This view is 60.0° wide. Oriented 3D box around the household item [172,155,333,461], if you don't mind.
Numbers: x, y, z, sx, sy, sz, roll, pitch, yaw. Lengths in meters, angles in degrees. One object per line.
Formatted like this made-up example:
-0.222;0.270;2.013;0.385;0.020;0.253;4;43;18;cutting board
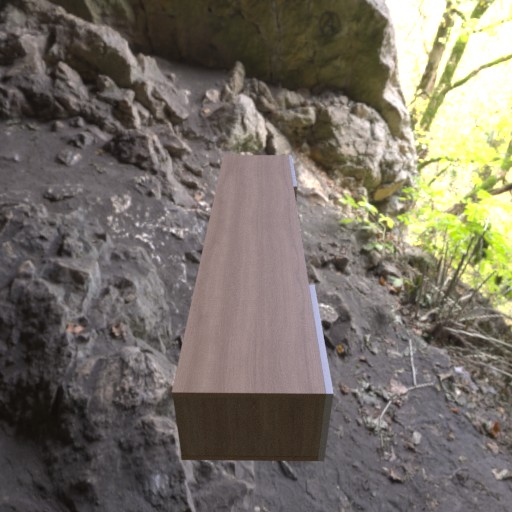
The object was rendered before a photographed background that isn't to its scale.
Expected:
0.000;0.000;2.017;0.420;0.310;1.850;0;32;0;household item
